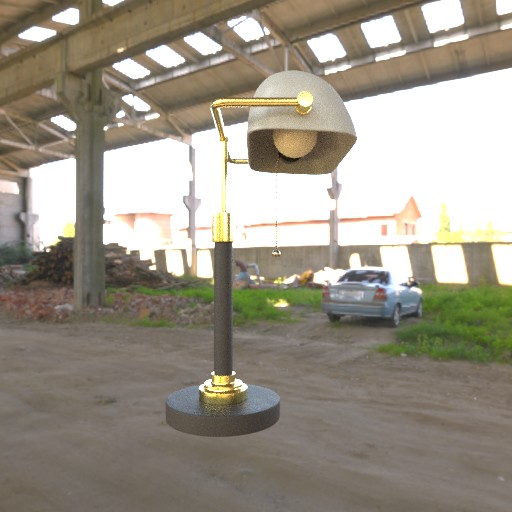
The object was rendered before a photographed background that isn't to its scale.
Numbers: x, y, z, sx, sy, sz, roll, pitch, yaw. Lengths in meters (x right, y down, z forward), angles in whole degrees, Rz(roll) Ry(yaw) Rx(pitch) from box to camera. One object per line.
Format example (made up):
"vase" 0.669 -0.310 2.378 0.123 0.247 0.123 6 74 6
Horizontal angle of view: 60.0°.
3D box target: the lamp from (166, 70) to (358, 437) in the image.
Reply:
"lamp" 0.000 0.000 0.566 0.227 0.404 0.269 0 -1 0
